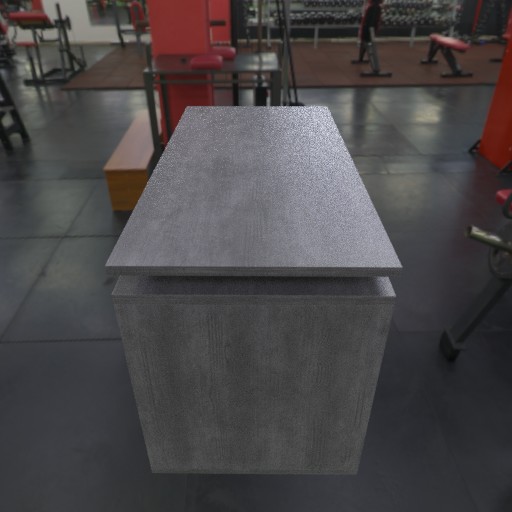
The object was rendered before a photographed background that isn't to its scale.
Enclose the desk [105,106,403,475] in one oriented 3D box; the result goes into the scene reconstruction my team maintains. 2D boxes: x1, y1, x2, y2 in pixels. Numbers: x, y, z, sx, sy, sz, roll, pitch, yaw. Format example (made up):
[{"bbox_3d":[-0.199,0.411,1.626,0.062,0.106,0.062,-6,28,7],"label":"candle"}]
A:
[{"bbox_3d":[0.000,0.000,1.596,0.600,0.740,1.200,0,33,0],"label":"desk"}]
